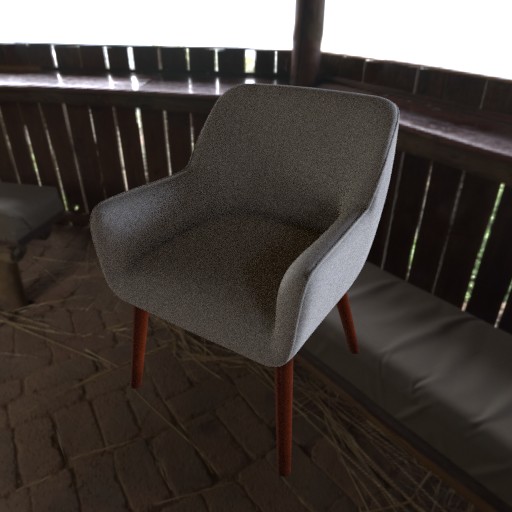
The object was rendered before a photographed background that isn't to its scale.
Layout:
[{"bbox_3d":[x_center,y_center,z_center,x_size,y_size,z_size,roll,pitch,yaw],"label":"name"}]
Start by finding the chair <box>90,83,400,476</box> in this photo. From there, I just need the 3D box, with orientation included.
[{"bbox_3d":[0.000,0.000,1.232,0.610,0.813,0.610,18,34,28],"label":"chair"}]
